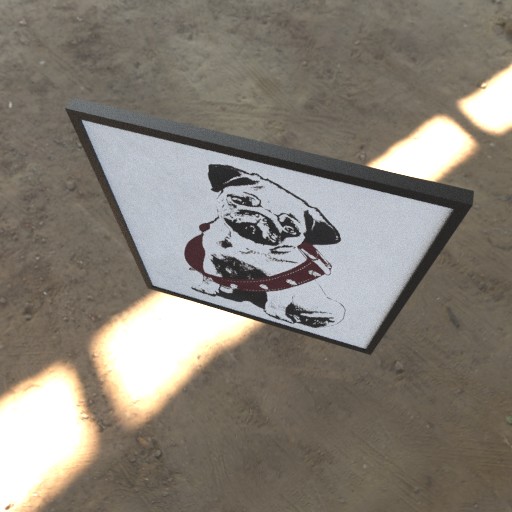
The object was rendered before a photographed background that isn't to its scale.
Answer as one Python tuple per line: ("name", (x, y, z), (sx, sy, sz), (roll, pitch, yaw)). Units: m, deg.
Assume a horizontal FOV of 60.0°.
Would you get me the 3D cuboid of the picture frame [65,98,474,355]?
("picture frame", (0.000, 0.000, 1.144), (0.775, 0.775, 0.032), (15, 60, 9))
